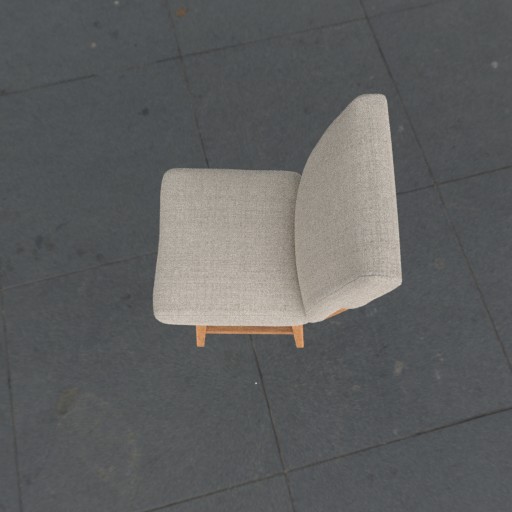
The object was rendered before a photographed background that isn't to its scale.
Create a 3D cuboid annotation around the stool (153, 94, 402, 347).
[{"bbox_3d":[0.000,0.000,1.405,0.569,1.106,0.483,1,74,0],"label":"stool"}]
